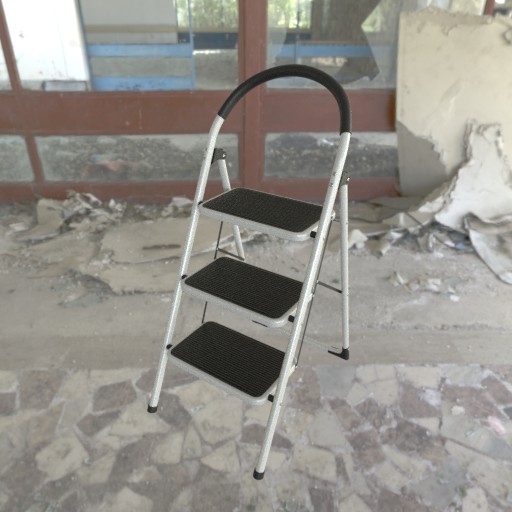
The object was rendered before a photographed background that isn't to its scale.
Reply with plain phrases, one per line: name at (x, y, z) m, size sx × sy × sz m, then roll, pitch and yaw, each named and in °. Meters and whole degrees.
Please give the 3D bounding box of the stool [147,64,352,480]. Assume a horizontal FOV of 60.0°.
stool at (0.000, 0.000, 1.431) m, size 0.485 × 1.109 × 0.676 m, roll 18°, pitch 33°, yaw 30°
